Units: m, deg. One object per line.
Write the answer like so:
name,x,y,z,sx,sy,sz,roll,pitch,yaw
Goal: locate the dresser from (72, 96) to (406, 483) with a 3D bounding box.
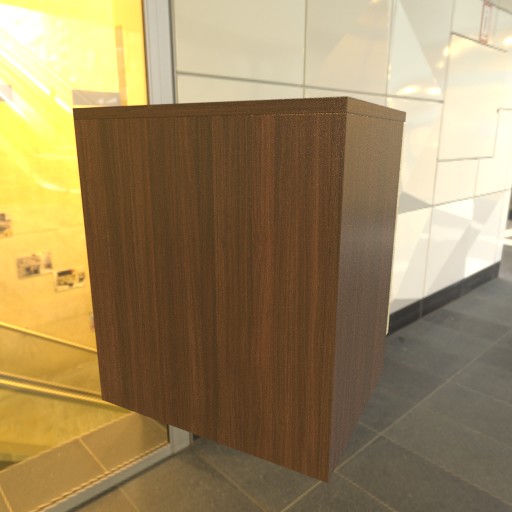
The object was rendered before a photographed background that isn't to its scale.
dresser,0.000,0.000,0.753,0.400,0.470,0.360,8,17,27
